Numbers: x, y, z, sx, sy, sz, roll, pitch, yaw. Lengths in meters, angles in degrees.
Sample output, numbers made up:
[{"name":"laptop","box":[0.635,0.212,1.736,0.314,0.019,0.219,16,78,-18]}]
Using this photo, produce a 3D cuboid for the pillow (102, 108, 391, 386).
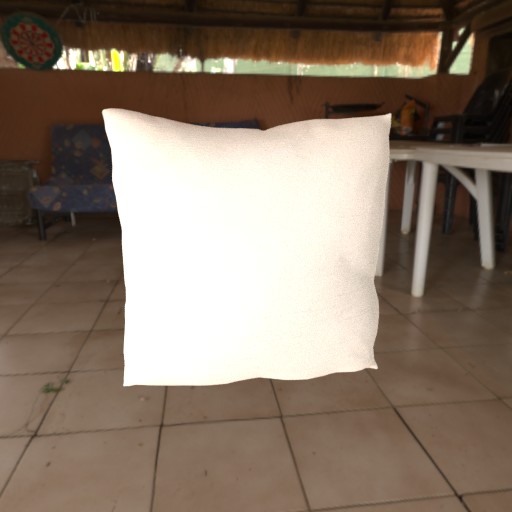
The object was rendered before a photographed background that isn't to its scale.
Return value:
[{"name":"pillow","box":[0.000,0.000,0.713,0.450,0.448,0.245,-2,15,-8]}]
